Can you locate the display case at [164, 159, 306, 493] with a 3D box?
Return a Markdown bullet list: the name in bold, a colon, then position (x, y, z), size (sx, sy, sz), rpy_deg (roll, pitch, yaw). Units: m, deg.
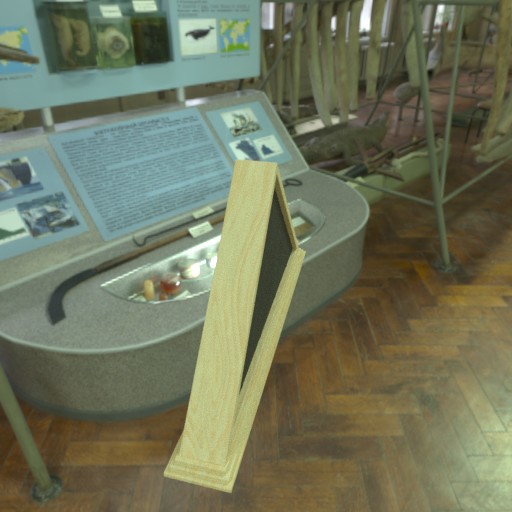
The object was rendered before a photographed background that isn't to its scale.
- **display case**: position (0.000, 0.000, 0.770), size (0.095, 0.340, 0.640), rpy_deg (7, 32, 12)
